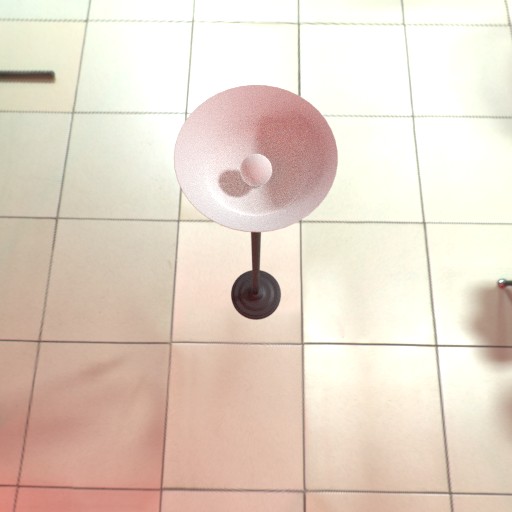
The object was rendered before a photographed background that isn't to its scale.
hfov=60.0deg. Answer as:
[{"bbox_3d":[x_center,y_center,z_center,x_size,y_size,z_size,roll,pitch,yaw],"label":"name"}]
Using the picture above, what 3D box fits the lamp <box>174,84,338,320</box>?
[{"bbox_3d":[0.000,0.000,1.956,0.405,1.797,0.405,33,76,9],"label":"lamp"}]
